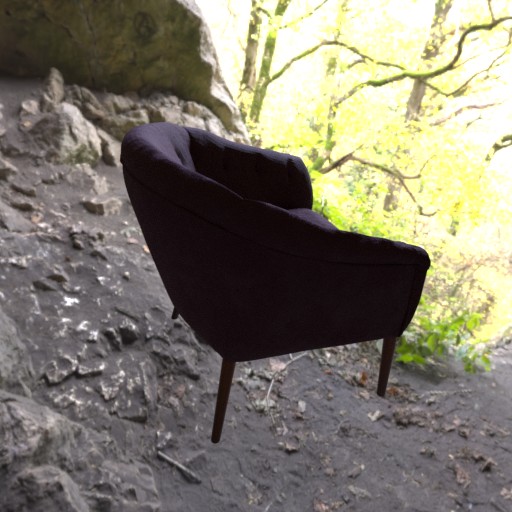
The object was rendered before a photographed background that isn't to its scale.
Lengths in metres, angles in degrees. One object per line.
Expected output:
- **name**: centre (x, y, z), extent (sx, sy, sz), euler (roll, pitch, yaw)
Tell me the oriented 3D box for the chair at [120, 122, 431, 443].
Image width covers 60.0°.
- **chair**: centre (0.000, 0.000, 1.499), extent (0.776, 0.885, 0.851), euler (-11, 33, -17)
